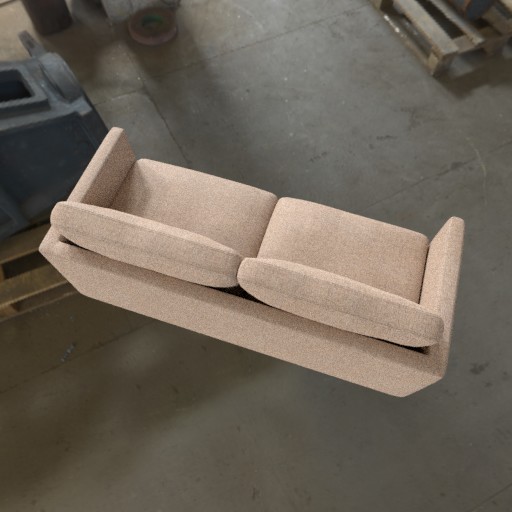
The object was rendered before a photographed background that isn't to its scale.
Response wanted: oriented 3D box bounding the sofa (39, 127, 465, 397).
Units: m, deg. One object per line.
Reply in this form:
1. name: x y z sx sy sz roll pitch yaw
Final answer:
1. sofa: 0.000 0.000 2.675 2.208 0.965 0.951 16 65 8
